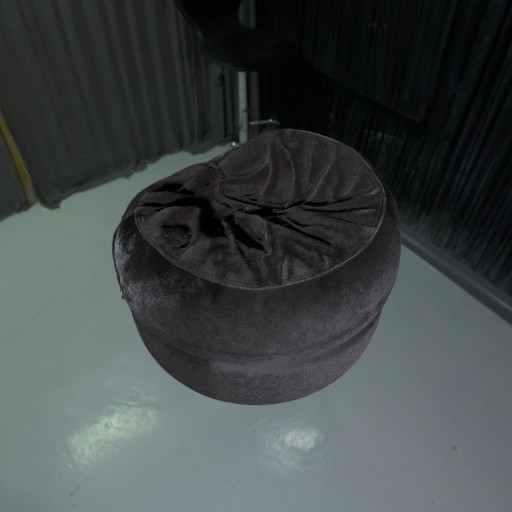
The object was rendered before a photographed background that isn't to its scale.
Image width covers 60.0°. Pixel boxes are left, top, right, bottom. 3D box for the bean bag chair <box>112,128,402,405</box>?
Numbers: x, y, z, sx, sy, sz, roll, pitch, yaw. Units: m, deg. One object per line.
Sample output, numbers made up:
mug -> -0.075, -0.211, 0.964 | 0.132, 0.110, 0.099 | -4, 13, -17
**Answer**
bean bag chair -> 0.000, 0.000, 1.531 | 0.918, 0.605, 0.918 | 0, 47, 0
